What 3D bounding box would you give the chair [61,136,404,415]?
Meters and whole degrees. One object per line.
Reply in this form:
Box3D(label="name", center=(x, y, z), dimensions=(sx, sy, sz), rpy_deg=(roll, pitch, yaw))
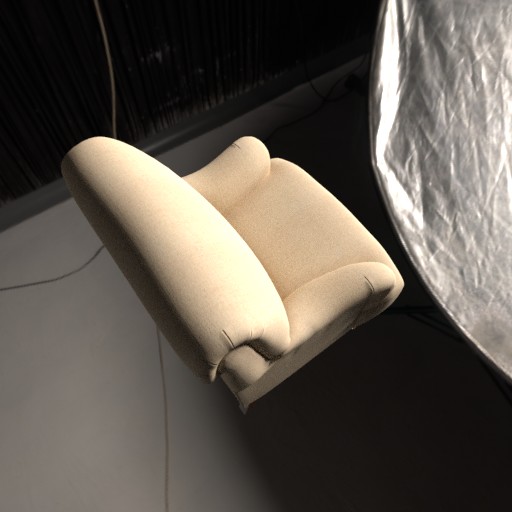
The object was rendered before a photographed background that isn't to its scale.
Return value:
Box3D(label="chair", center=(0.000, 0.000, 1.534), dimensions=(0.842, 0.944, 0.766), rpy_deg=(-32, 64, -18))
